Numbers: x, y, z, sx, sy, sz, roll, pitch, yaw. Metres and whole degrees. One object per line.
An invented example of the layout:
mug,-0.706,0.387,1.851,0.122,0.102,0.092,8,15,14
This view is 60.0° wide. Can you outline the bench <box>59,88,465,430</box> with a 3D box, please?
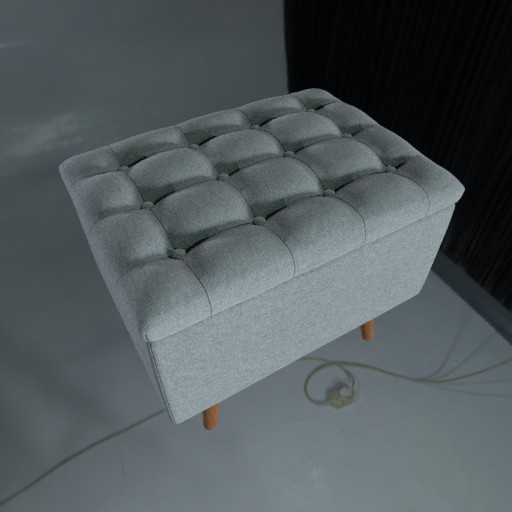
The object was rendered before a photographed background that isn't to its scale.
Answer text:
bench,0.000,0.000,0.892,0.572,0.469,0.417,-23,50,-21
